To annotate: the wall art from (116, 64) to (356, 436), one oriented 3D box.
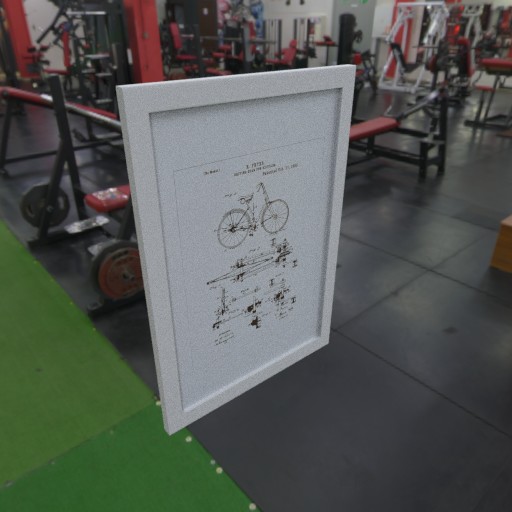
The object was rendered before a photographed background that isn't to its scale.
[{"bbox_3d":[0.000,0.000,0.624,0.332,0.477,0.015,-21,35,-33],"label":"wall art"}]
